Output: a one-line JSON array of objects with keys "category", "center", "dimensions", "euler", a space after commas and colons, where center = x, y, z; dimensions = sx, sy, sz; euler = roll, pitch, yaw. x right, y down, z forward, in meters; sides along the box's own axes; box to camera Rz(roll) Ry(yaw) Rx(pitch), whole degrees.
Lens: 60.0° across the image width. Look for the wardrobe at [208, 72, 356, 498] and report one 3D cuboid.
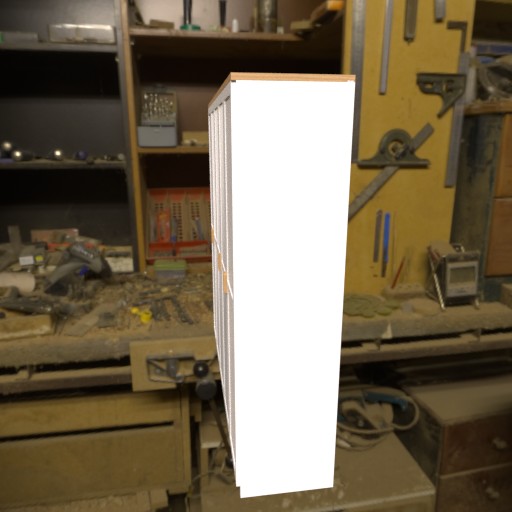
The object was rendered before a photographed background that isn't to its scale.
[{"category": "wardrobe", "center": [0.000, 0.000, 3.299], "dimensions": [0.590, 2.260, 2.160], "euler": [-2, 15, -8]}]
